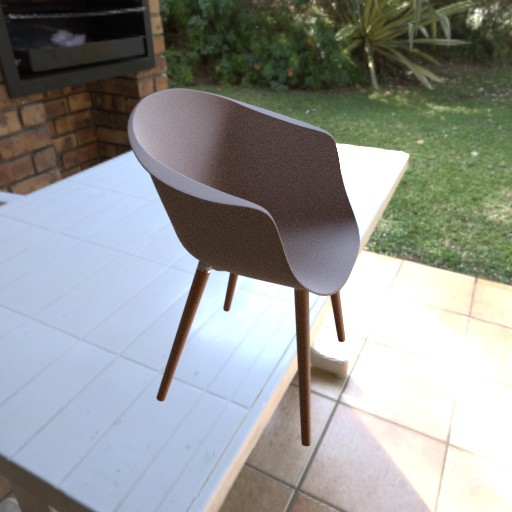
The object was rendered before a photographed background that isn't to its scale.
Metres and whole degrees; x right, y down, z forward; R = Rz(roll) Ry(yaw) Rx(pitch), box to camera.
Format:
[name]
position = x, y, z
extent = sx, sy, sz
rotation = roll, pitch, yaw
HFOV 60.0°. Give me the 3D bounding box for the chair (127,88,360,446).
[chair]
position = 0.000, 0.000, 1.154
extent = 0.504, 0.781, 0.593
rotation = 11, 33, 18
